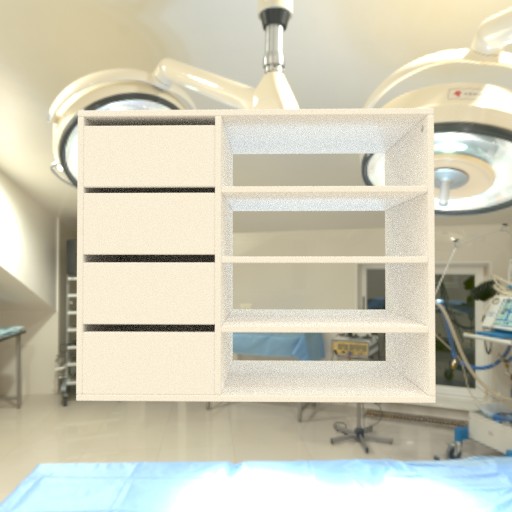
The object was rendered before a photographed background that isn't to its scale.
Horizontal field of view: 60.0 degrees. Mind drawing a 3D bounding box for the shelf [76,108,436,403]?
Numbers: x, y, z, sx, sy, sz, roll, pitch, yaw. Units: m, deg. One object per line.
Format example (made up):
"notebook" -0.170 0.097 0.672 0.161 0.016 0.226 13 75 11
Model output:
"shelf" 0.000 0.000 1.304 0.895 0.732 0.396 0 -1 1
